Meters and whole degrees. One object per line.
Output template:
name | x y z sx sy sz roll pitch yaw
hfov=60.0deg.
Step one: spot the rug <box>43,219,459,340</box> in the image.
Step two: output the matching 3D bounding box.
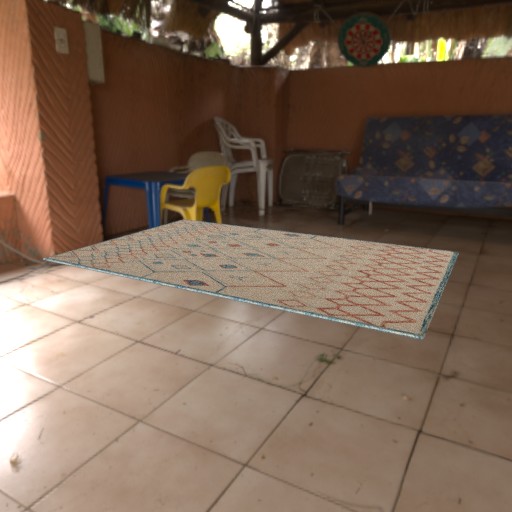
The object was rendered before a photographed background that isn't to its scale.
rug | 0.000 0.000 3.060 2.438 0.015 1.524 9 18 28
